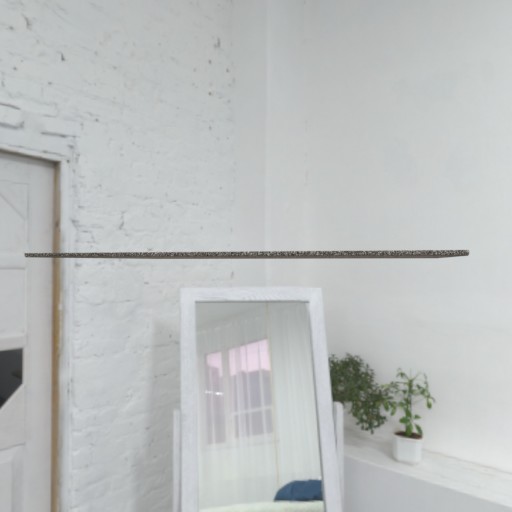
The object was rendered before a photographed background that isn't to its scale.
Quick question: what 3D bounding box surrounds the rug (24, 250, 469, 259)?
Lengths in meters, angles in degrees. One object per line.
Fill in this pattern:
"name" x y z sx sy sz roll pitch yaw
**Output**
"rug" 0.000 0.000 2.914 2.352 0.025 1.501 0 -1 17
